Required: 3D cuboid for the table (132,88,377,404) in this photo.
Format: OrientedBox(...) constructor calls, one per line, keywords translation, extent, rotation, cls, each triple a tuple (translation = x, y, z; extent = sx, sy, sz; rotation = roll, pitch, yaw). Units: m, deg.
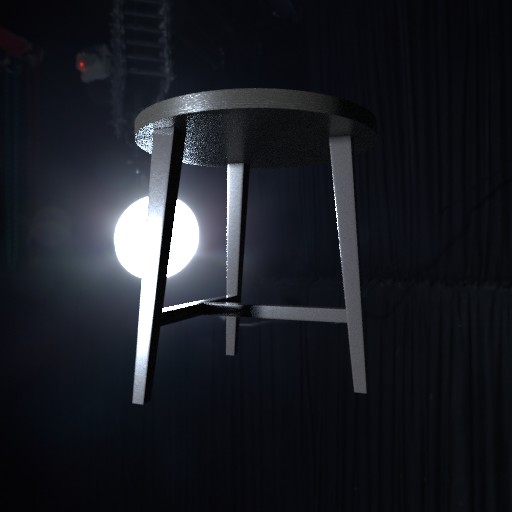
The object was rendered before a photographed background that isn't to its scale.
OrientedBox(translation=(0.000, 0.000, 0.948), extent=(0.500, 0.531, 0.500), rotation=(0, 0, 0), cls="table")
